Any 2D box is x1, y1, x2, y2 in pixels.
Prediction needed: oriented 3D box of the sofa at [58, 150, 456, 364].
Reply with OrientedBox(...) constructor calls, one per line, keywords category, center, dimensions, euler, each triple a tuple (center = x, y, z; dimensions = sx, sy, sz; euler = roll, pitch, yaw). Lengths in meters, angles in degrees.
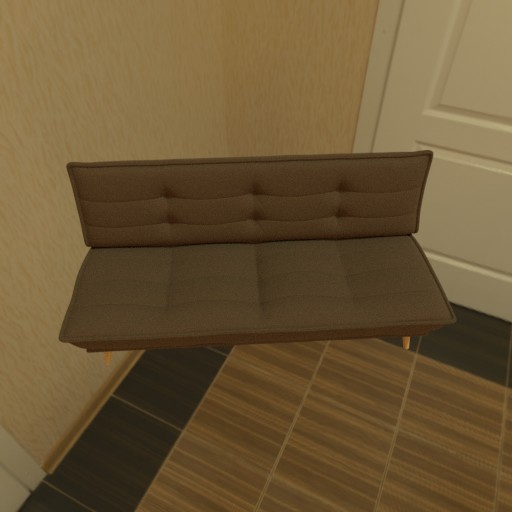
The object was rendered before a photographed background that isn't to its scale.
OrientedBox(category="sofa", center=(0.000, 0.000, 2.432), dimensions=(1.940, 0.890, 0.950), euler=(-2, 46, -2))
